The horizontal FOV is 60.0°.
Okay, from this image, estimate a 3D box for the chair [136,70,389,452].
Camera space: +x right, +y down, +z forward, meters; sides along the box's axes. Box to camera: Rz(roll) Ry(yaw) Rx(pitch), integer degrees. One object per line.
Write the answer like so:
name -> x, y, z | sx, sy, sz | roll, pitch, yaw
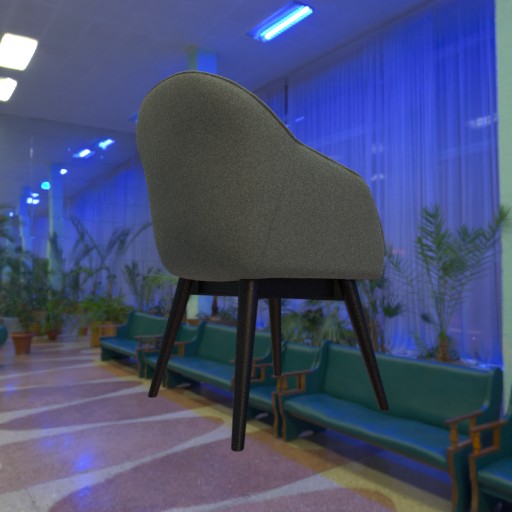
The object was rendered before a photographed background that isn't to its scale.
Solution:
chair -> 0.000, 0.000, 1.226 | 0.611, 0.810, 0.589 | 1, -2, -35
